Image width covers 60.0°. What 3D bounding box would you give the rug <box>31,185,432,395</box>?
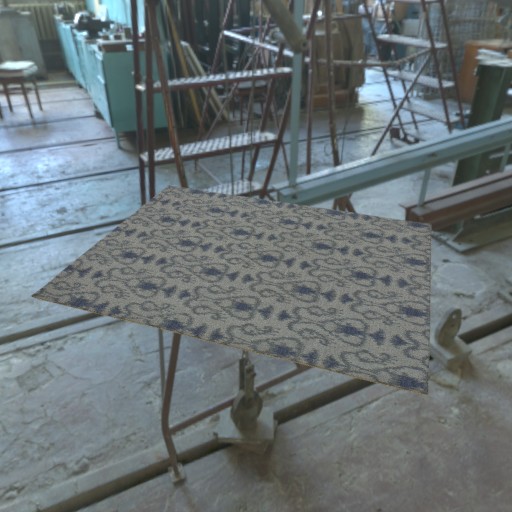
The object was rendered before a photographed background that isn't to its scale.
[{"bbox_3d":[0.000,0.000,4.276,3.205,0.015,2.437,10,34,16],"label":"rug"}]
